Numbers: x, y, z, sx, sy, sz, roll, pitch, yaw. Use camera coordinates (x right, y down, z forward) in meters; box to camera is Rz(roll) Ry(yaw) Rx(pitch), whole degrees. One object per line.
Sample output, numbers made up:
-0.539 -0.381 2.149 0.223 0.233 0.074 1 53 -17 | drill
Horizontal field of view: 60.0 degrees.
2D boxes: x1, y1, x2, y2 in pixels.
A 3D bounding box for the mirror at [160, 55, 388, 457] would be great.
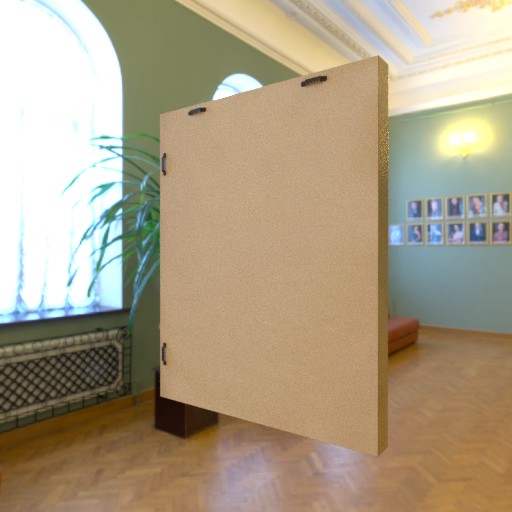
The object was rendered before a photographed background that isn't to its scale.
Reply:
0.000 0.000 0.692 0.406 0.509 0.041 0 0 36 | mirror
